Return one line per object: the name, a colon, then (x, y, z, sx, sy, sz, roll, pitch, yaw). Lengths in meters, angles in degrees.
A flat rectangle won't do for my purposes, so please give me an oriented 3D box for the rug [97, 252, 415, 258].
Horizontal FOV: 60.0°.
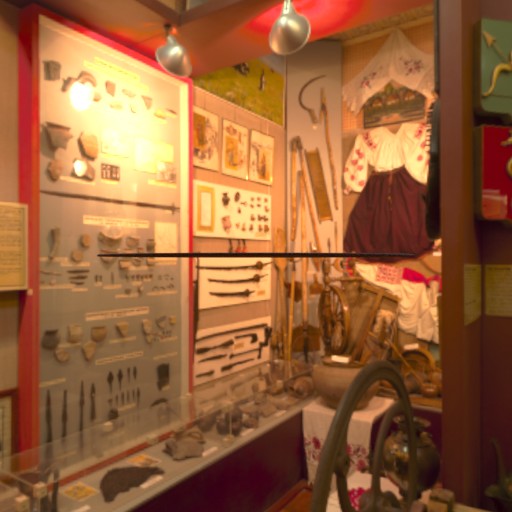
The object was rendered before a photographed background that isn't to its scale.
rug: (0.000, 0.000, 2.356, 1.591, 0.010, 1.591, 0, -1, 0)
